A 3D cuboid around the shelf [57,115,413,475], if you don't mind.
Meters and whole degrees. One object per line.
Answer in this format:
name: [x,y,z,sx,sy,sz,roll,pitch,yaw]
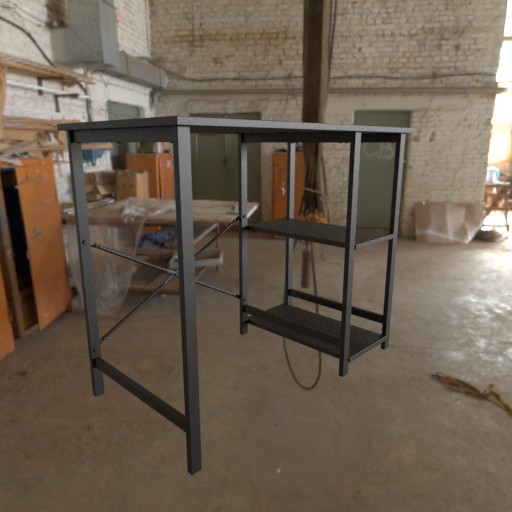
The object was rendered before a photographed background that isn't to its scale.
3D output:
shelf: [0.000,0.000,1.333,0.498,0.749,0.902,13,20,43]
